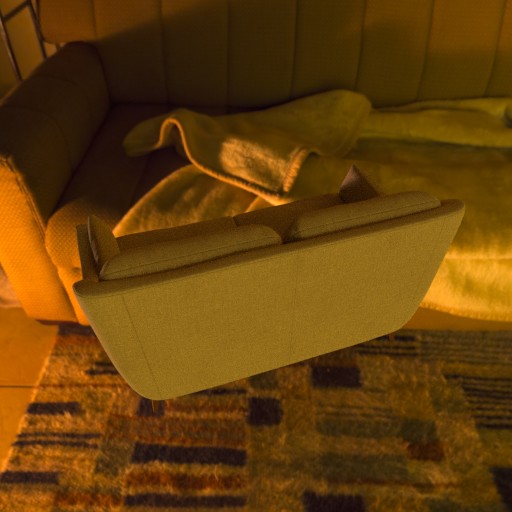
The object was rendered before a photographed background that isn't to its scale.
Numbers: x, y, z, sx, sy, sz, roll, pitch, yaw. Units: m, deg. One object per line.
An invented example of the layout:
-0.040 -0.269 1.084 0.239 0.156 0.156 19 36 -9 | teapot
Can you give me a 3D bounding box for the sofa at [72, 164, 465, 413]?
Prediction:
0.000 0.000 2.217 1.652 0.888 0.965 -13 44 -14 | sofa
